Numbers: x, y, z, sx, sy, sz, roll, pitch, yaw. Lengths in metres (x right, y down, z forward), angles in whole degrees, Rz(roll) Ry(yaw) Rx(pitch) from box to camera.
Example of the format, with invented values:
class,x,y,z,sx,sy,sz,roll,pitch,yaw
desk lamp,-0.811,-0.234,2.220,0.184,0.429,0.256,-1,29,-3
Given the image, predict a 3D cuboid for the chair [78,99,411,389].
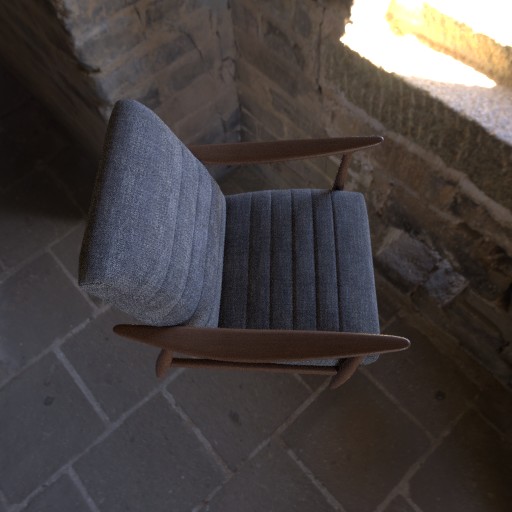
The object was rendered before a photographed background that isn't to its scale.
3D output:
class,x,y,z,sx,sy,sz,roll,pitch,yaw
chair,0.000,0.000,1.437,0.798,0.832,0.741,1,64,1
